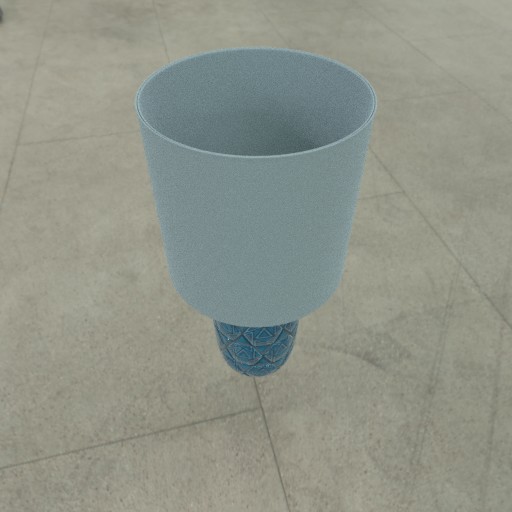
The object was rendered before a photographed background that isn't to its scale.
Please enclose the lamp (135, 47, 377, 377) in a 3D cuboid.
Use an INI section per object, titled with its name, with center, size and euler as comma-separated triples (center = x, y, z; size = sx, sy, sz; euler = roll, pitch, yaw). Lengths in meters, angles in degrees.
[lamp]
center = 0.000, 0.000, 0.492
size = 0.193, 0.377, 0.193
euler = 32, 53, 27
